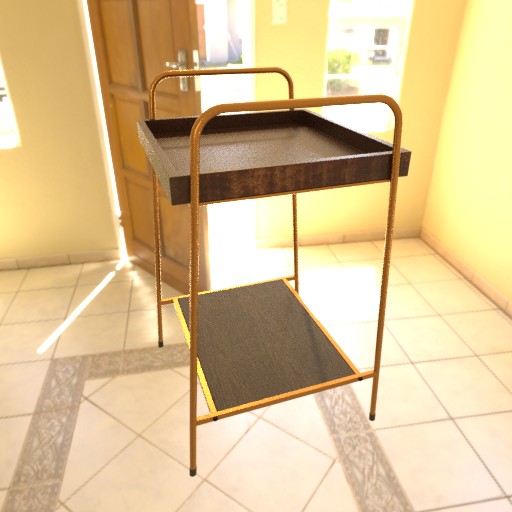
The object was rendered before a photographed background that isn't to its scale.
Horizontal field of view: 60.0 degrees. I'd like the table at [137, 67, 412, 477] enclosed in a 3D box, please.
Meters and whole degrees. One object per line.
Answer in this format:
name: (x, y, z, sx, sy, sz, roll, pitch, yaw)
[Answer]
table: (0.000, 0.000, 0.956, 0.430, 0.710, 0.430, -10, 30, -17)
